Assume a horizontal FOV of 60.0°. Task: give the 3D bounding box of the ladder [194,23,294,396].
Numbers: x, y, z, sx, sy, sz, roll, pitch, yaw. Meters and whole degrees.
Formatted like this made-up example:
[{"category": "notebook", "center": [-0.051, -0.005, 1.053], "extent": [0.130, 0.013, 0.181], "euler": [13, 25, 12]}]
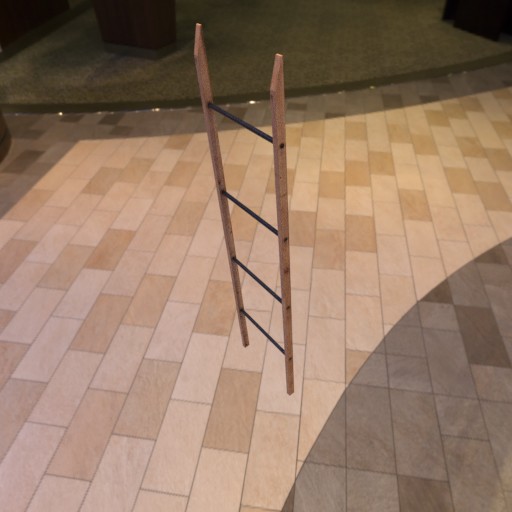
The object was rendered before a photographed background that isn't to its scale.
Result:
[{"category": "ladder", "center": [0.000, 0.000, 1.955], "extent": [0.200, 1.805, 0.442], "euler": [-27, 47, -28]}]
